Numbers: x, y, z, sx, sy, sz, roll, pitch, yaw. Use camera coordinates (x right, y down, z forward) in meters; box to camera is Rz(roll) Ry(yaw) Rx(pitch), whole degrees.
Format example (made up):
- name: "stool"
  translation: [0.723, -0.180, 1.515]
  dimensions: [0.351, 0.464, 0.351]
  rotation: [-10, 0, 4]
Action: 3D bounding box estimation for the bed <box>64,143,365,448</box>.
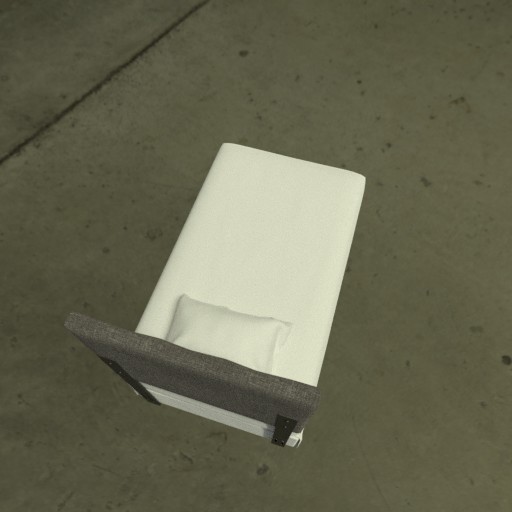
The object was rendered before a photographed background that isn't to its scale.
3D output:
- name: "bed"
  translation: [0.000, 0.000, 2.948]
  dimensions: [1.261, 1.571, 1.997]
  rotation: [15, 62, 8]
